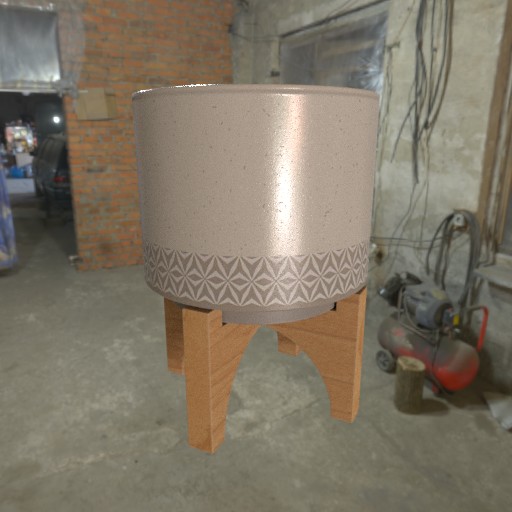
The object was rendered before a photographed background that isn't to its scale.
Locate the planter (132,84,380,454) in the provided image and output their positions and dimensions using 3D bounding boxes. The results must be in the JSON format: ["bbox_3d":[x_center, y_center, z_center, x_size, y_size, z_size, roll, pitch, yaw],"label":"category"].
[{"bbox_3d":[0.000,0.000,0.263,0.130,0.178,0.130,0,15,0],"label":"planter"}]
